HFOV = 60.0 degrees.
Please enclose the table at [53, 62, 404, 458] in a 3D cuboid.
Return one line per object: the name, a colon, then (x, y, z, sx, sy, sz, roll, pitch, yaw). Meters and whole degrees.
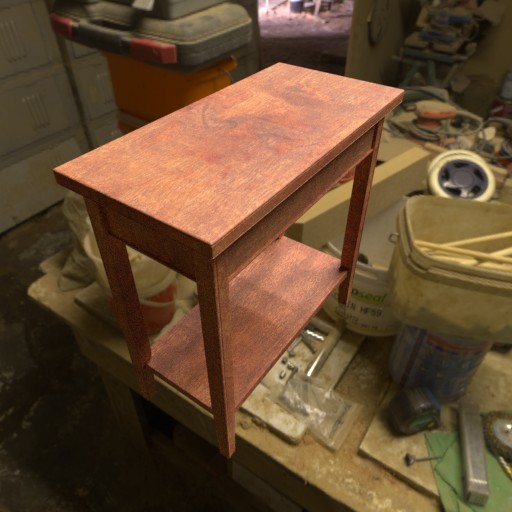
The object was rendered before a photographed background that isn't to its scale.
table: (0.000, 0.000, 0.971, 0.305, 0.610, 0.610, 25, 46, 26)
